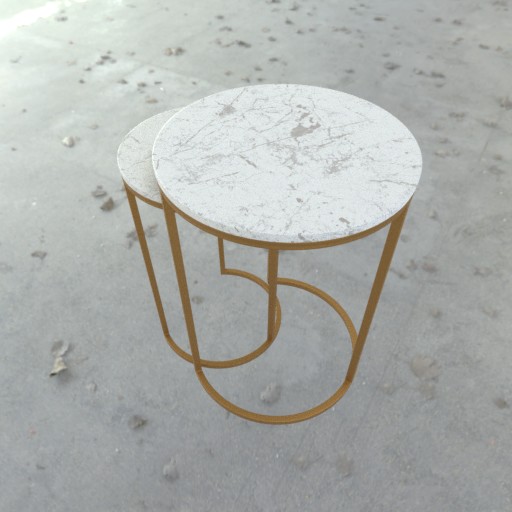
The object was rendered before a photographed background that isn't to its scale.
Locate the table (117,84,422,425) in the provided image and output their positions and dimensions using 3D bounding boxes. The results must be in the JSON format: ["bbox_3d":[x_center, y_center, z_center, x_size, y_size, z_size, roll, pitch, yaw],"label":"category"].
[{"bbox_3d":[0.000,0.000,0.889,0.507,0.550,0.400,24,51,21],"label":"table"}]
